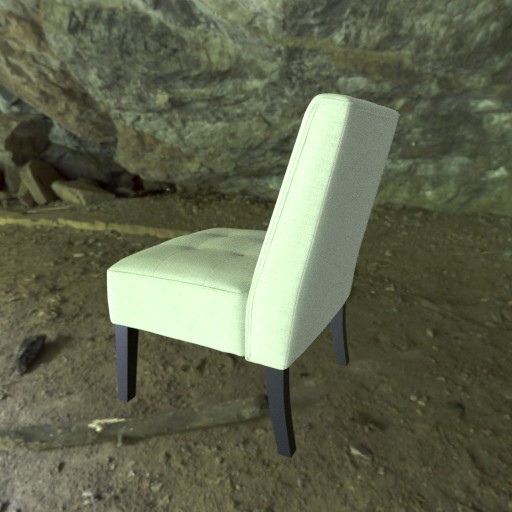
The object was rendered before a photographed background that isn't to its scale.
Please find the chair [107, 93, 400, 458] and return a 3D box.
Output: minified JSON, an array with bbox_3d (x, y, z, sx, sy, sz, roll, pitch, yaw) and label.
[{"bbox_3d":[0.000,0.000,1.313,0.676,0.853,0.569,7,17,26],"label":"chair"}]
